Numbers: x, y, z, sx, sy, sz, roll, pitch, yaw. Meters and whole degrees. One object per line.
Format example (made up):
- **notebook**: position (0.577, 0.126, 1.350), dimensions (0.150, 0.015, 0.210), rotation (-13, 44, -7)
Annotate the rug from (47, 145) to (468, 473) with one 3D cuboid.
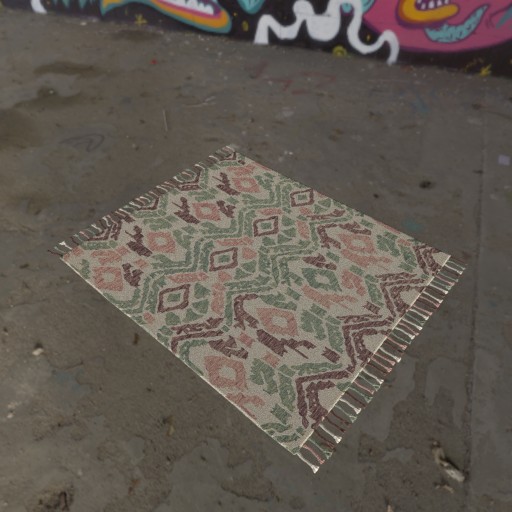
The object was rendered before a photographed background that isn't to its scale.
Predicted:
- **rug**: position (0.000, 0.000, 4.058), dimensions (3.048, 0.010, 2.438), rotation (31, 53, 28)
